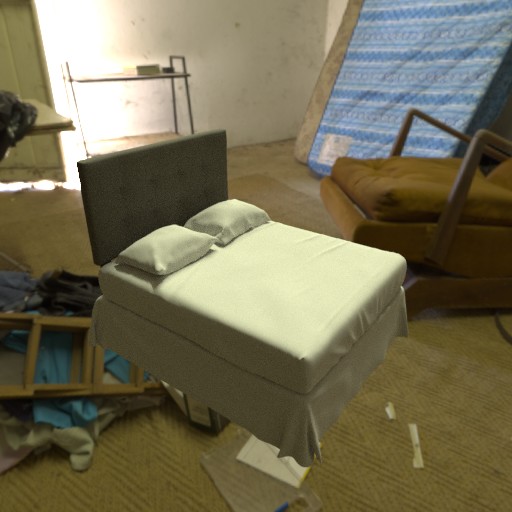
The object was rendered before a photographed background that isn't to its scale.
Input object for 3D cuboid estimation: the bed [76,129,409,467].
[{"bbox_3d":[0.000,0.000,3.577,2.222,1.577,1.936,18,31,32],"label":"bed"}]
